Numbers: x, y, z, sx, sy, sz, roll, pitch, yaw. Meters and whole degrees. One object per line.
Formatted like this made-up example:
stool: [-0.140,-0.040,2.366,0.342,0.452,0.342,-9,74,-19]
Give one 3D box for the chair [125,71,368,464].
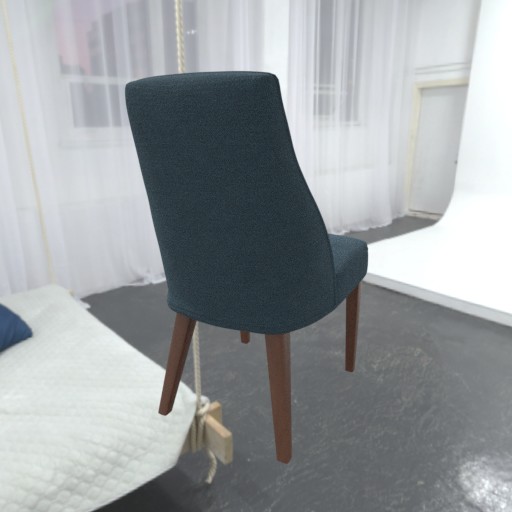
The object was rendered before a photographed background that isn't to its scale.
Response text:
chair: [0.000,0.000,1.271,0.500,0.930,0.620,9,19,28]
